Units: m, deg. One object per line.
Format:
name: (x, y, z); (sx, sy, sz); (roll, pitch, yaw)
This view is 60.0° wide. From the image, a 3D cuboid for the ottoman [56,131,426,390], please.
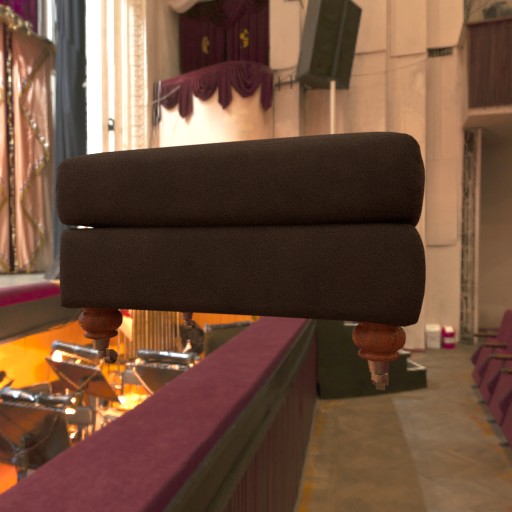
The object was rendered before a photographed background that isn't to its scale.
ottoman: (0.000, 0.000, 1.107); (0.773, 0.497, 0.574); (0, 1, 18)
